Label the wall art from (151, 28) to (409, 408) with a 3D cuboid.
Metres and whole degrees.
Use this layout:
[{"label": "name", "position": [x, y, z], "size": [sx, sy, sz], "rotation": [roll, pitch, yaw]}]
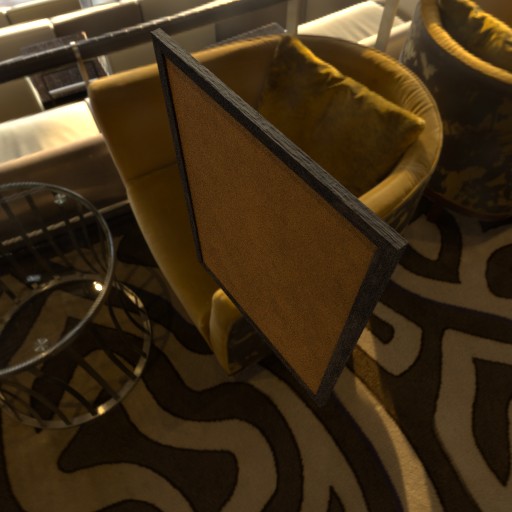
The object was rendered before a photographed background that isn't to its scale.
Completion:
[{"label": "wall art", "position": [0.000, 0.000, 1.370], "size": [0.029, 1.066, 0.812], "rotation": [-33, 63, -19]}]
